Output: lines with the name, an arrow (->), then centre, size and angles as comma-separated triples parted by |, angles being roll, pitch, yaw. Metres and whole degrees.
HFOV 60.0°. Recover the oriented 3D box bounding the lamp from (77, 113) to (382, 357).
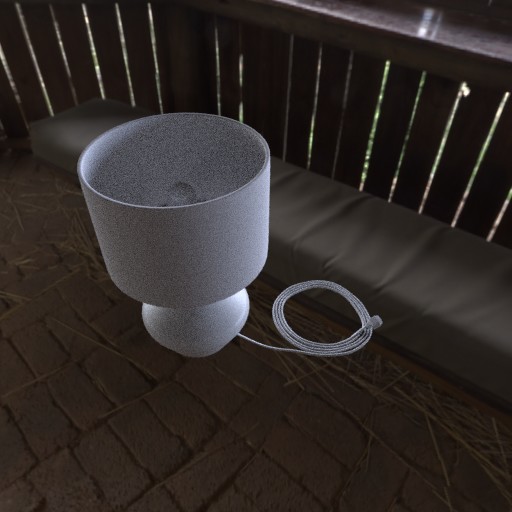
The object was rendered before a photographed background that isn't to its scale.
lamp -> 0.000, 0.000, 0.872 | 0.546, 0.457, 0.401 | 13, 44, 14
